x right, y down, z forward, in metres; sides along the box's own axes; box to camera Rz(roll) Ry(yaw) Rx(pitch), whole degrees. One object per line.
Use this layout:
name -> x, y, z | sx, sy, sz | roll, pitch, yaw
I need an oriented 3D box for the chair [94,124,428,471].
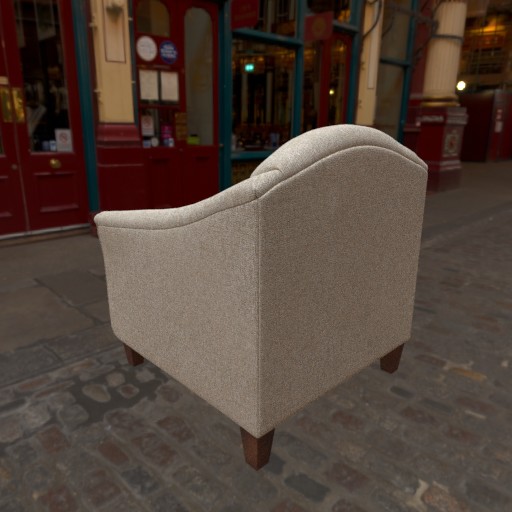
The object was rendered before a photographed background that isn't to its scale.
chair -> 0.000, 0.000, 1.476 | 0.763, 0.839, 0.787 | -15, 22, -42
